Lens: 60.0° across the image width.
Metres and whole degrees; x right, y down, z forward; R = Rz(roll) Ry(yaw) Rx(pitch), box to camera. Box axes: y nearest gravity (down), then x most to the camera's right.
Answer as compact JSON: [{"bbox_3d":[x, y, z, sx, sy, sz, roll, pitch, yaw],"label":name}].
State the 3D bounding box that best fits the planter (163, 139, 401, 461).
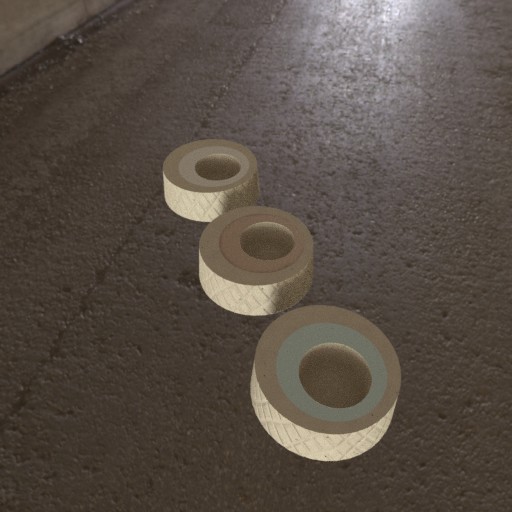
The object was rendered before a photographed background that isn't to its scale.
[{"bbox_3d":[0.000,0.000,0.429,0.114,0.038,0.390,-16,48,-15],"label":"planter"}]
